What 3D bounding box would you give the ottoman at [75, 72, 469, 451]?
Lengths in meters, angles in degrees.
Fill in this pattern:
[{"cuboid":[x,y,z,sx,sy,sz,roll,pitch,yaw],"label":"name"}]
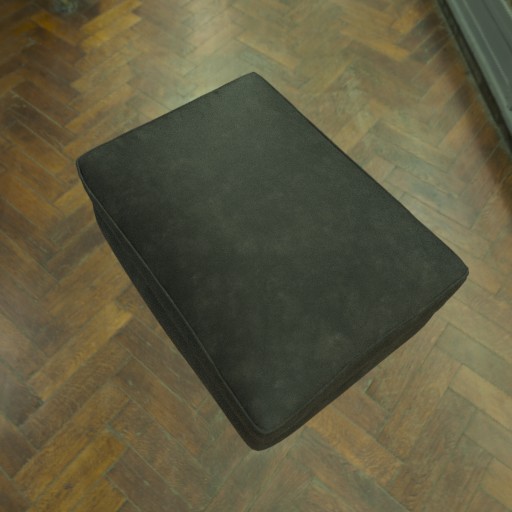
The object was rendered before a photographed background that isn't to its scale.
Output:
[{"cuboid":[0.000,0.000,0.974,0.501,0.413,0.665,-33,66,-17],"label":"ottoman"}]
